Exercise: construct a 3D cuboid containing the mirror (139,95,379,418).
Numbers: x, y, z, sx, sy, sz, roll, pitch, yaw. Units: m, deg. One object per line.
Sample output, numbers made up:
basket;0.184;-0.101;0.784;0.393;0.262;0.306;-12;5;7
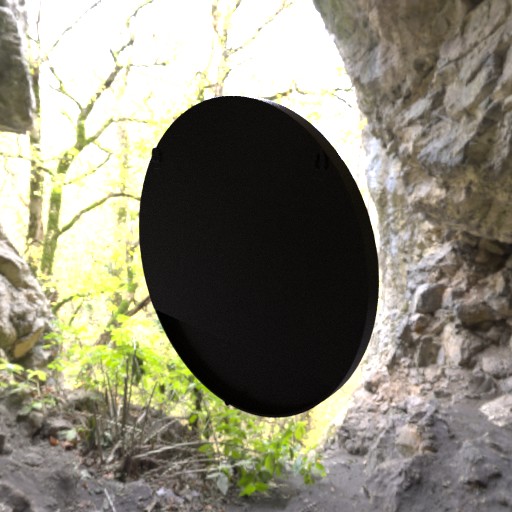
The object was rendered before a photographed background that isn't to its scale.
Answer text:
mirror;0.000;0.000;0.681;0.457;0.457;0.133;13;19;42
